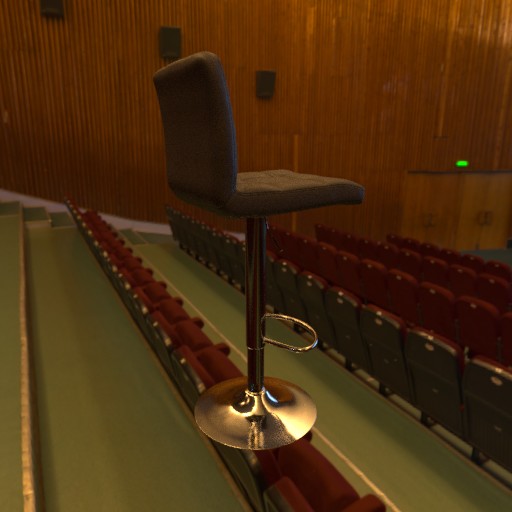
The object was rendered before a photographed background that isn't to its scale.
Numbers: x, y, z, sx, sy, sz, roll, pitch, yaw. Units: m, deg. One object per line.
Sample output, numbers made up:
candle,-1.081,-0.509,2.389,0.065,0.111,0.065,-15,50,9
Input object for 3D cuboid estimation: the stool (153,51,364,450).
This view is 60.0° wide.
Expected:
stool,0.000,0.000,1.405,0.505,1.115,0.430,-8,17,-27
